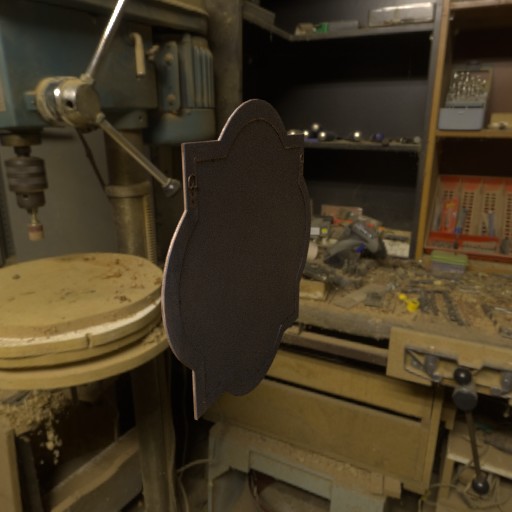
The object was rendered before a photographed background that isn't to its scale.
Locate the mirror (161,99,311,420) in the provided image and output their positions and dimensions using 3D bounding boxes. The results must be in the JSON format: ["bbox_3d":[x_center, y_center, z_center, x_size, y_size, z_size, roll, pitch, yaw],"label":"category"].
[{"bbox_3d":[0.000,0.000,1.056,0.019,0.686,0.686,9,19,26],"label":"mirror"}]
